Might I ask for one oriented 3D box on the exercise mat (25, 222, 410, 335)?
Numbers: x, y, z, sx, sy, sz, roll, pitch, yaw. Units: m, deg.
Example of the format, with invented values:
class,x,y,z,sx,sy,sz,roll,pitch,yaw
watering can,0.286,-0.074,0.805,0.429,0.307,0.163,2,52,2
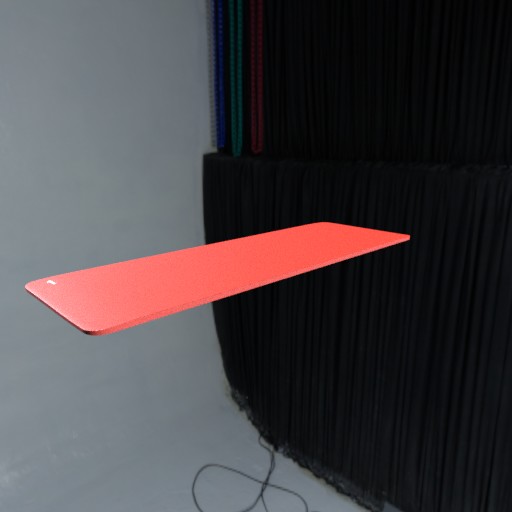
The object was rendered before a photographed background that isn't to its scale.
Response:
class,x,y,z,sx,sy,sz,roll,pitch,yaw
exercise mat,0.000,0.000,2.070,1.869,0.021,0.616,-14,20,-42
